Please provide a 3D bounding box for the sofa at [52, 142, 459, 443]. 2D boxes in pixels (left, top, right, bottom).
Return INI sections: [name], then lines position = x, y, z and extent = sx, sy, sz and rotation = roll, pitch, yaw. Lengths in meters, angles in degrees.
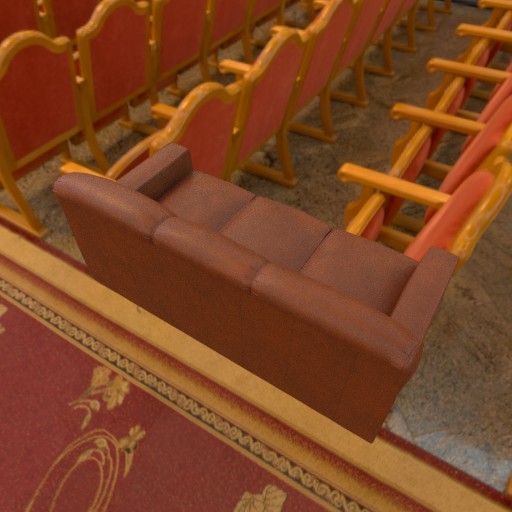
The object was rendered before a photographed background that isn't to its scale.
[sofa]
position = 0.000, 0.000, 2.587
extent = 2.039, 0.953, 1.008
rotation = 25, 52, 21
